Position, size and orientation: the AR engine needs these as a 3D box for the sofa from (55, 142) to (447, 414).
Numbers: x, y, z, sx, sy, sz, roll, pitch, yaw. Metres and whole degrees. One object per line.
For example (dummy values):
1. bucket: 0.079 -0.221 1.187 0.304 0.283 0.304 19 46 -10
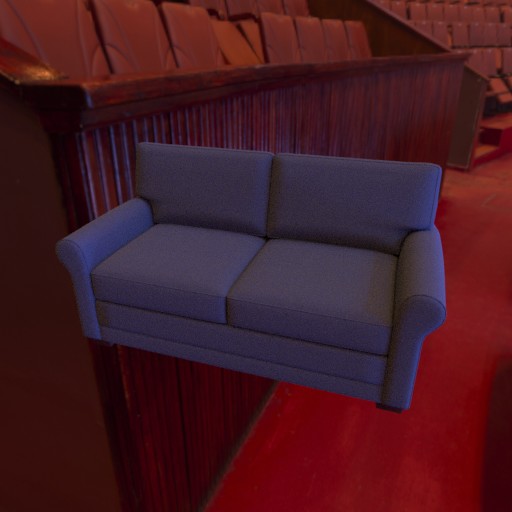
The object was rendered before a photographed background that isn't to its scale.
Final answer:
1. sofa: 0.000 0.000 2.477 1.930 1.020 0.940 8 27 17
